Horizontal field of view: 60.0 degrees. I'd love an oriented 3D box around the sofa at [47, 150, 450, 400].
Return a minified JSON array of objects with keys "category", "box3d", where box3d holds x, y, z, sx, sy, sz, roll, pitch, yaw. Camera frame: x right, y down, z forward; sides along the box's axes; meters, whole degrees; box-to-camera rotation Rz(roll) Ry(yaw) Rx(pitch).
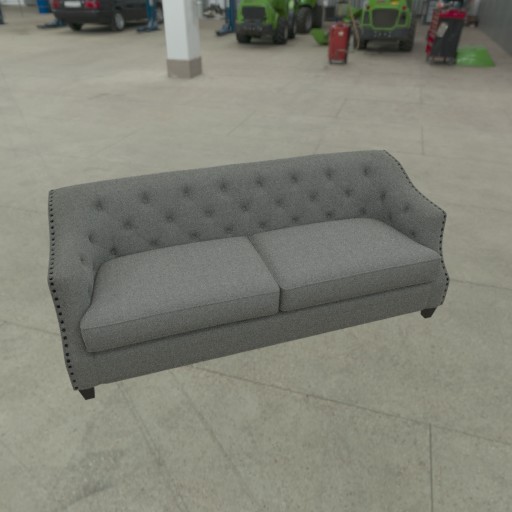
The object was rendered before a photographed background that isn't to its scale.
[{"category":"sofa","box3d":[0.000,0.000,2.709,2.235,0.901,0.914,-10,34,-15]}]
